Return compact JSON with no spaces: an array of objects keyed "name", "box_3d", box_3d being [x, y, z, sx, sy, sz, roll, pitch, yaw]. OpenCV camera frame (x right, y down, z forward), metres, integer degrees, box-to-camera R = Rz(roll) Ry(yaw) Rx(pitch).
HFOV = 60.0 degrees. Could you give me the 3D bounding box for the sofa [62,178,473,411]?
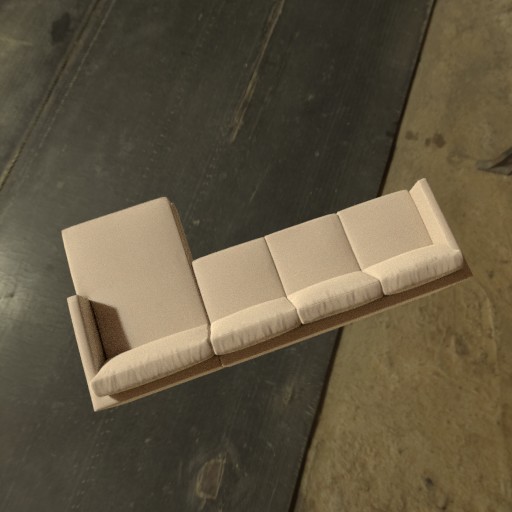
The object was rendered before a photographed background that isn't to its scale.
[{"name":"sofa","box_3d":[0.000,0.000,3.893,3.206,0.871,1.622,-19,76,-5]}]
